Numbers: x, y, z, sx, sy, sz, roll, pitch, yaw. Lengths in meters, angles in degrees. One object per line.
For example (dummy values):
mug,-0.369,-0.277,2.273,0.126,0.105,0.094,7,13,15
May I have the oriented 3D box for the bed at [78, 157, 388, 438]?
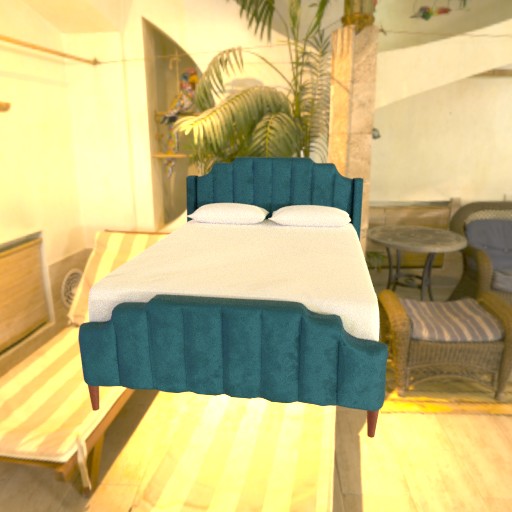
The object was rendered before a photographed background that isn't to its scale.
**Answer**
bed,0.000,0.000,3.327,1.678,1.338,2.322,2,16,8
